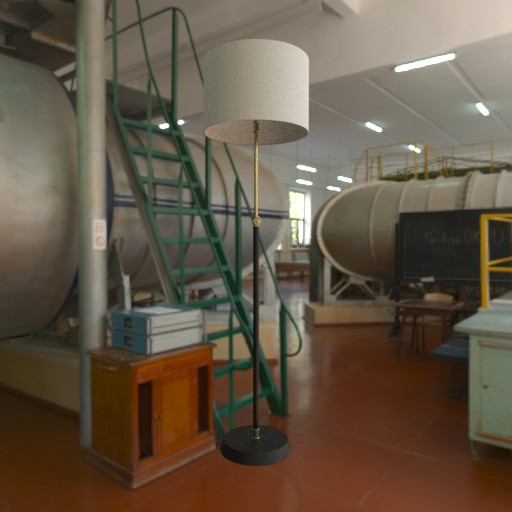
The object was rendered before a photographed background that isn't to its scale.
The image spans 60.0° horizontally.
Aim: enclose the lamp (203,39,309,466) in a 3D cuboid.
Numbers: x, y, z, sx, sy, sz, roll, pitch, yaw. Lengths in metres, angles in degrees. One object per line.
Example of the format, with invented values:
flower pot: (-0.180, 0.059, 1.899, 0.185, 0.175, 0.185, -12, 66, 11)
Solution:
lamp: (0.000, 0.000, 1.727, 0.404, 1.517, 0.404, -1, 2, -17)
